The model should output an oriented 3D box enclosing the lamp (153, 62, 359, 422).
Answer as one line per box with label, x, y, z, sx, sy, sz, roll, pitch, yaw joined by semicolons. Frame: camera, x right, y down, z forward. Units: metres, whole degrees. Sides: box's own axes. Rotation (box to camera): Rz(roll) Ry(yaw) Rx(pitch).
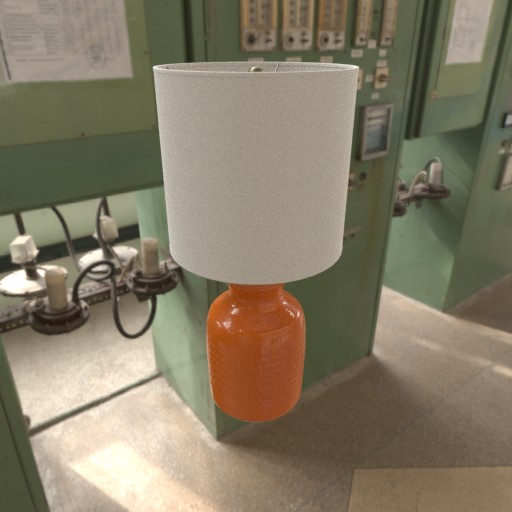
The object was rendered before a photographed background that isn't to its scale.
lamp;0.000;0.000;1.105;0.418;0.871;0.418;-17;31;-32
